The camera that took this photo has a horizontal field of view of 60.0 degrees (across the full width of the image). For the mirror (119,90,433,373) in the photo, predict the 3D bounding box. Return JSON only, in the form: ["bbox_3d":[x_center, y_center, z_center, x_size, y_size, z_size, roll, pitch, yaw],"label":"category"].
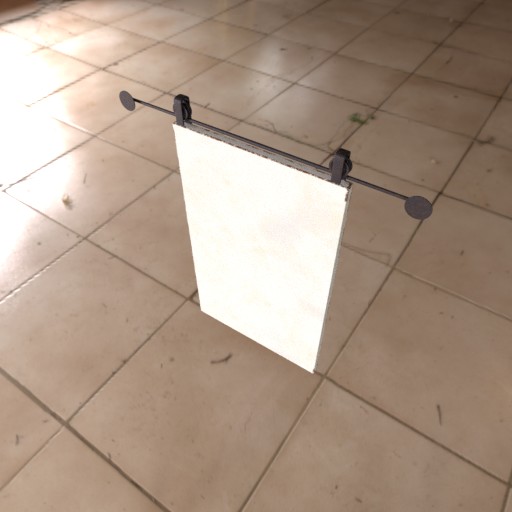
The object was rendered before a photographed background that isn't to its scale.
[{"bbox_3d":[0.000,0.000,1.257,0.808,0.844,0.037,25,52,22],"label":"mirror"}]
